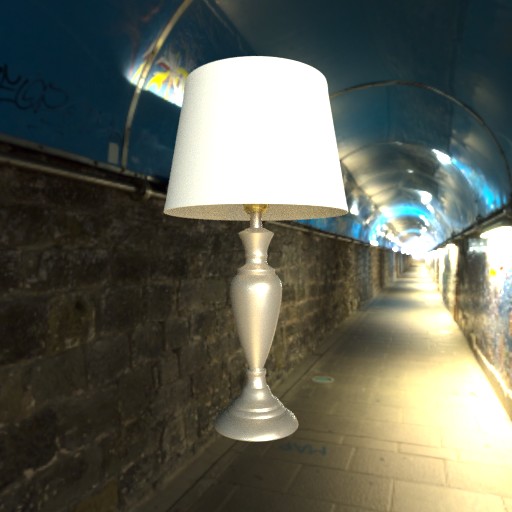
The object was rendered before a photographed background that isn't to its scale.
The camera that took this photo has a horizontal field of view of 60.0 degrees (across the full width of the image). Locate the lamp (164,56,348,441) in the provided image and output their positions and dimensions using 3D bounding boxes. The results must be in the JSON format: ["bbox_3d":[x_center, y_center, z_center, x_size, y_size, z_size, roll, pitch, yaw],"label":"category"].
[{"bbox_3d":[0.000,0.000,0.805,0.328,0.612,0.328,0,0,0],"label":"lamp"}]
